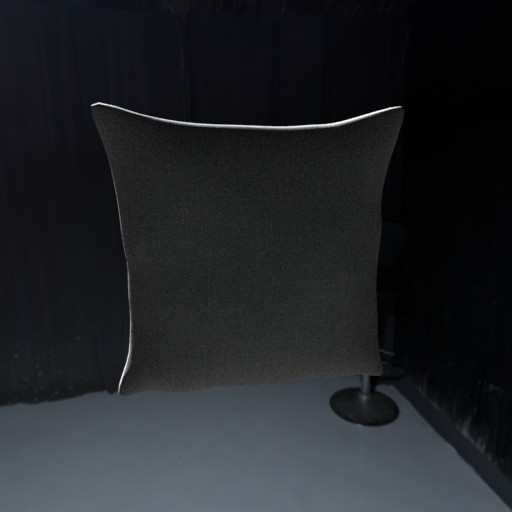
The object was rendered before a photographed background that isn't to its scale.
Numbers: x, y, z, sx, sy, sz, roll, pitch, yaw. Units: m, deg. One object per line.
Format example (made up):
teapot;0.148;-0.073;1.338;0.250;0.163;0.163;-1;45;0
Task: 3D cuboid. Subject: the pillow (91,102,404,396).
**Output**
pillow;0.000;0.000;0.666;0.435;0.432;0.138;-2;14;-9
